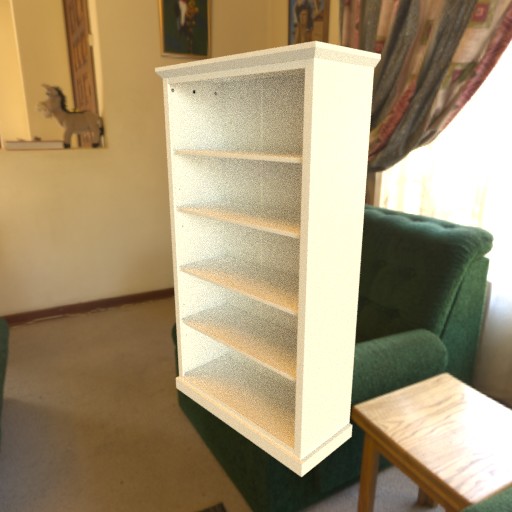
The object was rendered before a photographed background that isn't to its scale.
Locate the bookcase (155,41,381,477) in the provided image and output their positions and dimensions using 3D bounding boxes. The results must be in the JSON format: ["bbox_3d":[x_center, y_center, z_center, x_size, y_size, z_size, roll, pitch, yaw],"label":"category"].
[{"bbox_3d":[0.000,0.000,2.324,0.432,1.880,1.050,-15,22,-42],"label":"bookcase"}]
